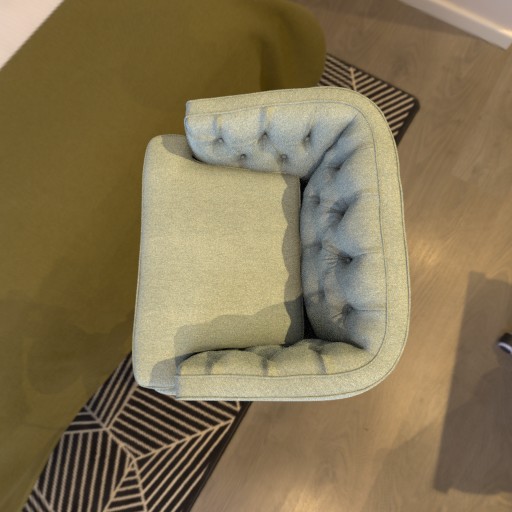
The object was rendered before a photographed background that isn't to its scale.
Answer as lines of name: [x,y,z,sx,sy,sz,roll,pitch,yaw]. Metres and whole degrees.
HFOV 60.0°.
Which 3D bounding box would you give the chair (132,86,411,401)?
chair: [0.000,0.000,1.785,0.945,0.852,1.094,0,76,0]
